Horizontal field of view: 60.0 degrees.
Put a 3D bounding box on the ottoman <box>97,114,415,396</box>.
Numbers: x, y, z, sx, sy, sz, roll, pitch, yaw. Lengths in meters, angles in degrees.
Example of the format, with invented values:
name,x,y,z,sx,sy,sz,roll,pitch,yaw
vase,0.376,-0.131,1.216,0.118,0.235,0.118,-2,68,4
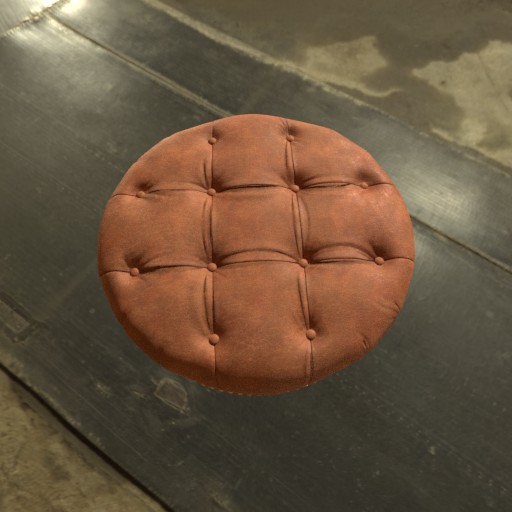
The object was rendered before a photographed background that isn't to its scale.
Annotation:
name,x,y,z,sx,sy,sz,roll,pitch,yaw
ottoman,0.000,0.000,1.408,0.901,0.444,0.901,0,64,0
